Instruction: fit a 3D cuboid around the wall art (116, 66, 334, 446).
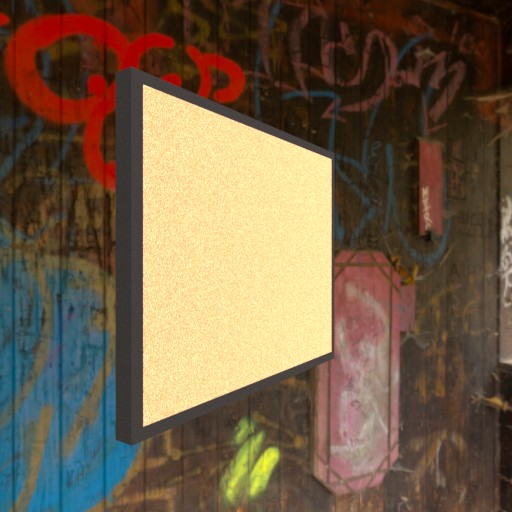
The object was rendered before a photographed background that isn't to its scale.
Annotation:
[{"bbox_3d":[0.000,0.000,0.765,0.030,0.454,0.554,0,0,36],"label":"wall art"}]
